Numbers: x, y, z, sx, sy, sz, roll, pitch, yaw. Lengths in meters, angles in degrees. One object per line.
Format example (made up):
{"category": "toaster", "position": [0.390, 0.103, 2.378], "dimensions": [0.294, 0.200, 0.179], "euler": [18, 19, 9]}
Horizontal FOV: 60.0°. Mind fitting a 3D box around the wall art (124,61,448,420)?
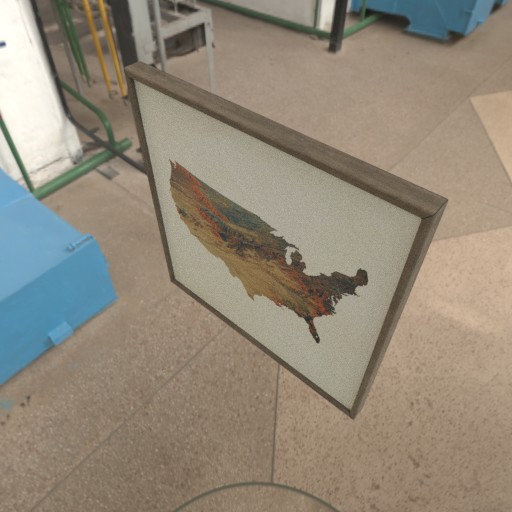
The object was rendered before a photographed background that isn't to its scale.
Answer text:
{"category": "wall art", "position": [0.000, 0.000, 1.115], "dimensions": [0.749, 0.751, 0.050], "euler": [33, 55, 27]}
